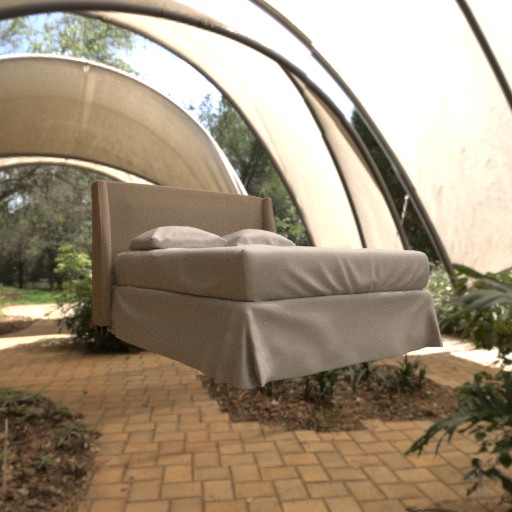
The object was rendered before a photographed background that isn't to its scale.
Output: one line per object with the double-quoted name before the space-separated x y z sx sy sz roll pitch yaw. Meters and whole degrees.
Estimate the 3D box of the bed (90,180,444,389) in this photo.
"bed" 0.000 0.000 3.510 1.925 1.332 2.276 0 -1 -37
